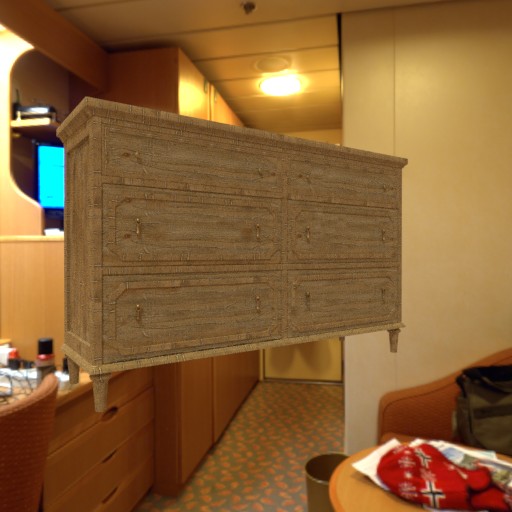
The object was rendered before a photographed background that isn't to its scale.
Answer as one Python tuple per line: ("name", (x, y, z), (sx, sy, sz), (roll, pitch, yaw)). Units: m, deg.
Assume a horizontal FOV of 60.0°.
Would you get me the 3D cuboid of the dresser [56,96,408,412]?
("dresser", (0.000, 0.000, 2.052), (1.626, 1.016, 0.457), (0, 1, -35))
